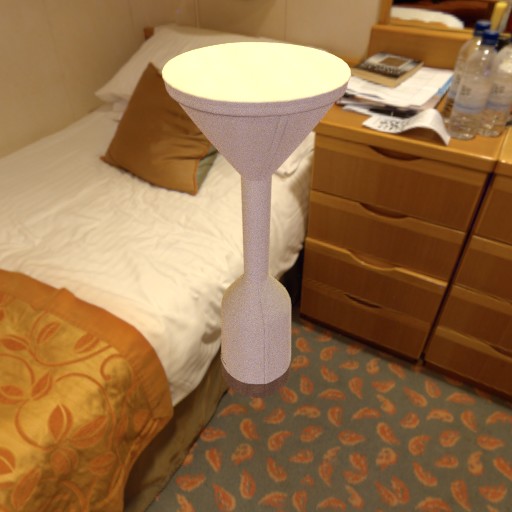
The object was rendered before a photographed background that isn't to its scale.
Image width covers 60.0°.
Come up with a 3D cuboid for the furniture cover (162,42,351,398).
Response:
[{"bbox_3d":[0.000,0.000,2.936,0.914,2.413,0.914,-11,41,-13],"label":"furniture cover"}]
